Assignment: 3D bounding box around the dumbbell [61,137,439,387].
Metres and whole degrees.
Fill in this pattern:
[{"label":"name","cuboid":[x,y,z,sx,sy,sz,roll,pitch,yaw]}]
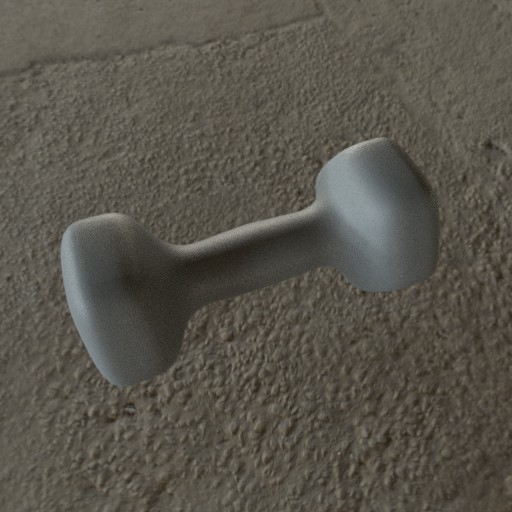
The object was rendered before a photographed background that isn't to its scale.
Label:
[{"label":"dumbbell","cuboid":[0.000,0.000,0.234,0.184,0.081,0.090,-17,59,-11]}]
